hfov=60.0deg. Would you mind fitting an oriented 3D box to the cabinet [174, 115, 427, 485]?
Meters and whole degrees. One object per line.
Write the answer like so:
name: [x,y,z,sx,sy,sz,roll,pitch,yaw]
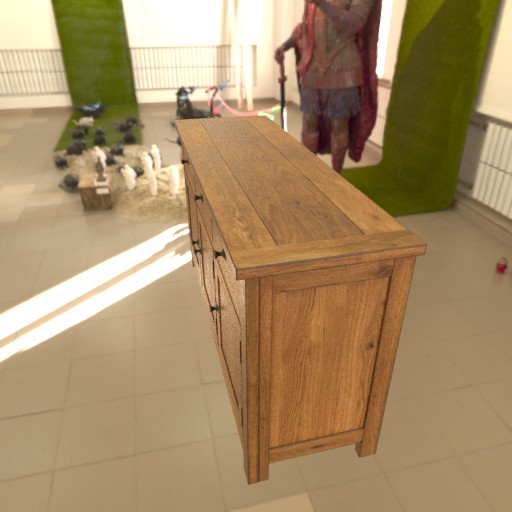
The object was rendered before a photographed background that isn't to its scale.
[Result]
cabinet: [0.000,0.000,1.843,0.480,0.813,1.474,-7,31,-12]
